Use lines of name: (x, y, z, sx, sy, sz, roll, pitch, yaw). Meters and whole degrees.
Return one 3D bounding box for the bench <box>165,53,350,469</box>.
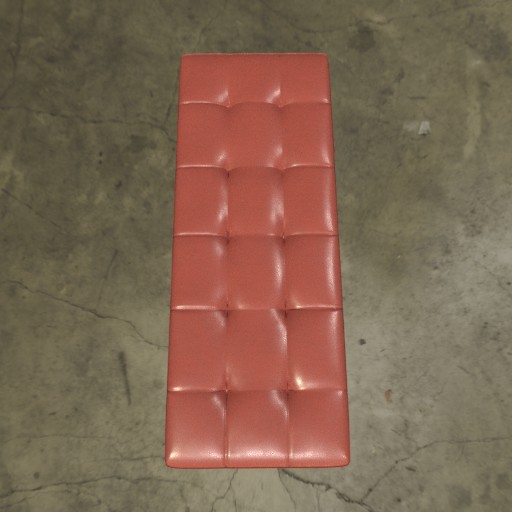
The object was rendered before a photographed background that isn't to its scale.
bench: (0.000, 0.000, 1.340, 0.432, 0.460, 1.105, 0, 76, 0)
